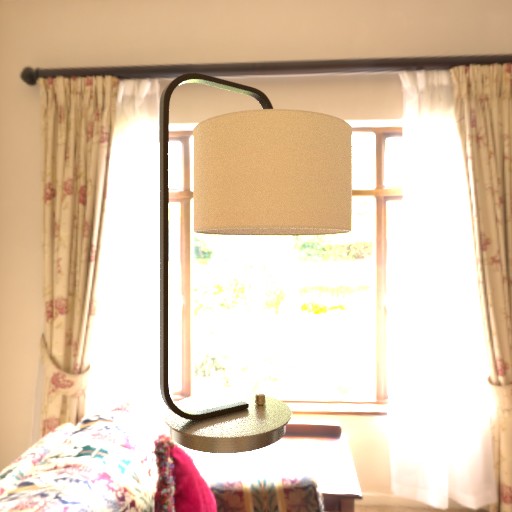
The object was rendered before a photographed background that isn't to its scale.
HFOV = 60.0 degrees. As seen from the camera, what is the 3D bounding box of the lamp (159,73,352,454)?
[{"bbox_3d":[0.000,0.000,0.634,0.288,0.473,0.230,0,0,-35],"label":"lamp"}]
